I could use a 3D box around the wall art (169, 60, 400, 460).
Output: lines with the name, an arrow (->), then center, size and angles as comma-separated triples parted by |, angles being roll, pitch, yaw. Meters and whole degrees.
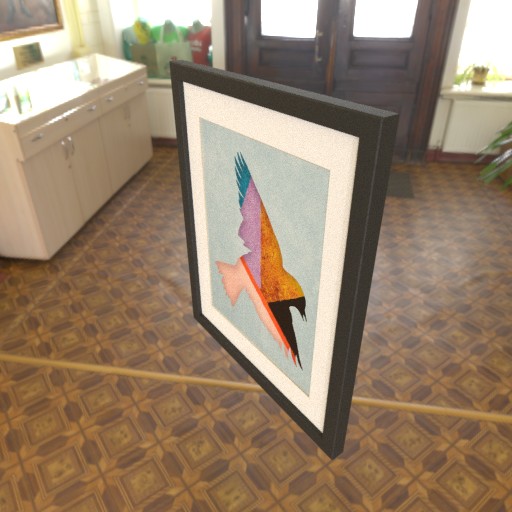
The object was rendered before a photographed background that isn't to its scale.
wall art -> 0.000, 0.000, 0.747 | 0.028, 0.558, 0.457 | -21, 38, -30
